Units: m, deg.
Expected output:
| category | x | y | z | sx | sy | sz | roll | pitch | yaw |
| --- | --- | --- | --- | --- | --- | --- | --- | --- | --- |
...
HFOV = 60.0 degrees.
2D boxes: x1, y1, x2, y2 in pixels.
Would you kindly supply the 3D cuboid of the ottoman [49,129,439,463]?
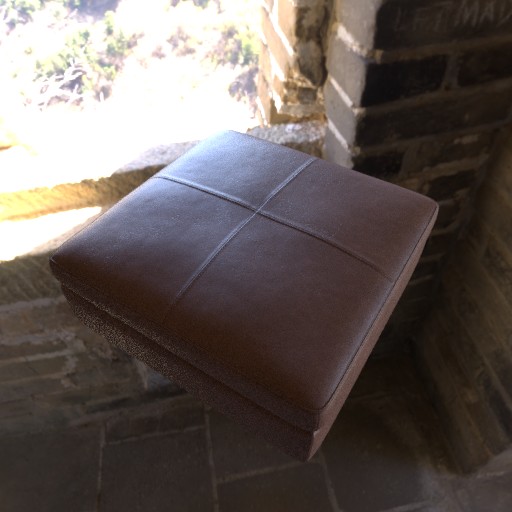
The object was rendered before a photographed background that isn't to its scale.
| category | x | y | z | sx | sy | sz | roll | pitch | yaw |
| --- | --- | --- | --- | --- | --- | --- | --- | --- | --- |
| ottoman | 0.000 | 0.000 | 1.867 | 1.168 | 0.490 | 1.168 | 25 | 51 | 22 |
